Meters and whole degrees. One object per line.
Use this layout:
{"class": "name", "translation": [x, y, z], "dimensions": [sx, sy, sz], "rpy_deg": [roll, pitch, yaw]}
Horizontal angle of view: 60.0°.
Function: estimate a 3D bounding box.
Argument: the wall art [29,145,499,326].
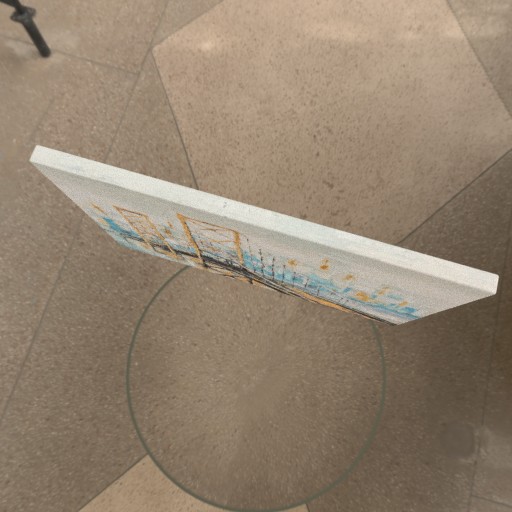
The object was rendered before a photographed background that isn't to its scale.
{"class": "wall art", "translation": [0.000, 0.000, 1.128], "dimensions": [0.913, 0.609, 0.038], "rpy_deg": [16, 76, 4]}
